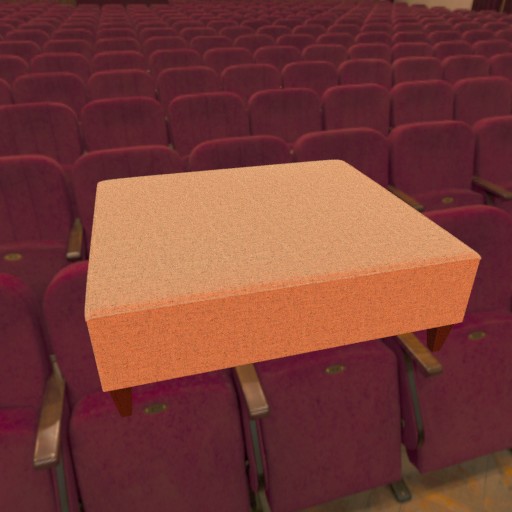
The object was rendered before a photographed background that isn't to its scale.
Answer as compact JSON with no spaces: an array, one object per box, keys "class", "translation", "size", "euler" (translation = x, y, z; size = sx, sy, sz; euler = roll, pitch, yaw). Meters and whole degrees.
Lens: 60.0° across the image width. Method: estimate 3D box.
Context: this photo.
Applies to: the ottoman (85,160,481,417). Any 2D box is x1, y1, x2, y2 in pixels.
[{"class":"ottoman","translation":[0.000,0.000,1.252],"size":[0.835,0.303,0.736],"euler":[-8,30,-13]}]
